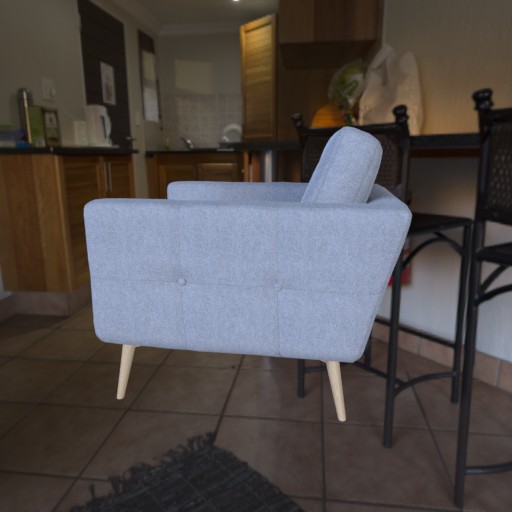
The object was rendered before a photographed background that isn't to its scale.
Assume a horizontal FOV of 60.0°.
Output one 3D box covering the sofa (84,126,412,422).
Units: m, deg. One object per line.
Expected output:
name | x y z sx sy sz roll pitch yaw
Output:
sofa | 0.000 0.000 1.568 0.920 0.860 0.770 2 14 9
